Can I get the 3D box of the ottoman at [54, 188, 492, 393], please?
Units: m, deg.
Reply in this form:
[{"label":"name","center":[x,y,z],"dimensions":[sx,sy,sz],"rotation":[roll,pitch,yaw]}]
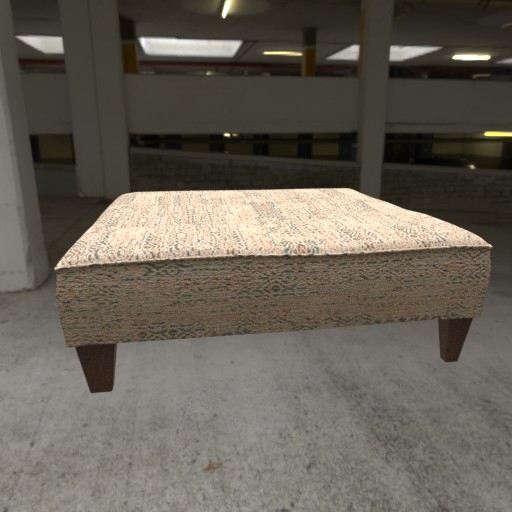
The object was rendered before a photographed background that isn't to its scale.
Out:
[{"label":"ottoman","center":[0.000,0.000,1.470],"dimensions":[1.004,0.356,0.968],"rotation":[-3,17,-9]}]
